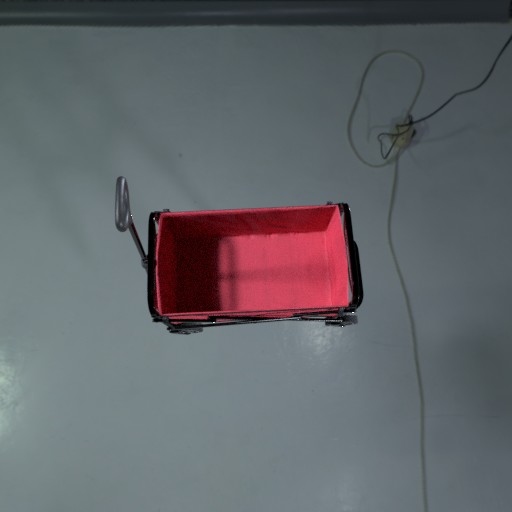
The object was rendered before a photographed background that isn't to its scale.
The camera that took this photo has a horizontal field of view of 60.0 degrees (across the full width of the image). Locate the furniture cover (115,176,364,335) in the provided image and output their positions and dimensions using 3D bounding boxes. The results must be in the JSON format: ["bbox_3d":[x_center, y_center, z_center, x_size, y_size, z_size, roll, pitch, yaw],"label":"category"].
[{"bbox_3d":[0.000,0.000,1.824,1.038,1.295,0.532,-3,74,-1],"label":"furniture cover"}]
